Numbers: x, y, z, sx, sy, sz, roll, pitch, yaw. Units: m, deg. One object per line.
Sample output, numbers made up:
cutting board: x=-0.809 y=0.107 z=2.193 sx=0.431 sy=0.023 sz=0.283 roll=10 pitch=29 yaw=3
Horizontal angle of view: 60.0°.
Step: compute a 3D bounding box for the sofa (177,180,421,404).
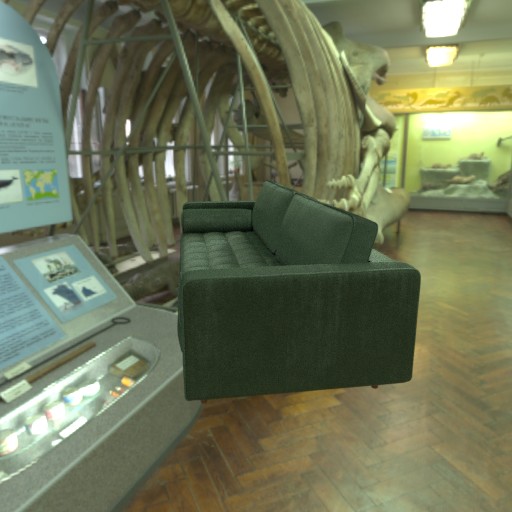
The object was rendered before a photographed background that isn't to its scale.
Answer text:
sofa: x=0.000 y=0.000 z=2.675 sx=0.918 sy=0.769 sz=2.199 roll=-2 pitch=14 yaw=-9
